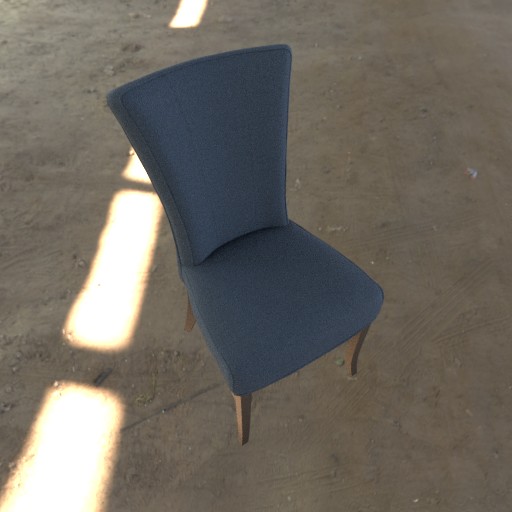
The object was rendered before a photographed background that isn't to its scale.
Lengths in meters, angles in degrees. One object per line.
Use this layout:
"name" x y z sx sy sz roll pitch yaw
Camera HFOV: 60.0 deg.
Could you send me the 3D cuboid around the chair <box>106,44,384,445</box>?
"chair" 0.000 0.000 1.342 0.520 0.991 0.660 -25 53 -21
